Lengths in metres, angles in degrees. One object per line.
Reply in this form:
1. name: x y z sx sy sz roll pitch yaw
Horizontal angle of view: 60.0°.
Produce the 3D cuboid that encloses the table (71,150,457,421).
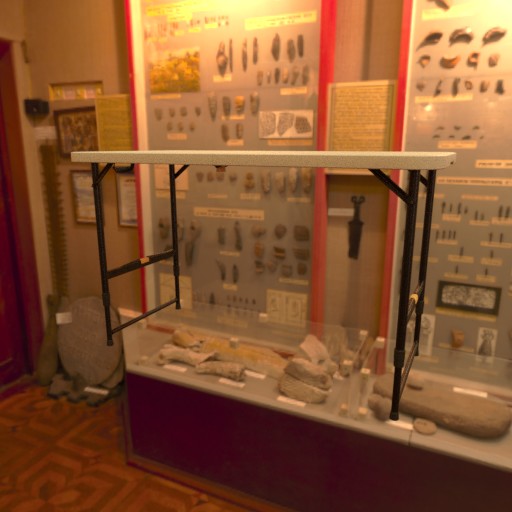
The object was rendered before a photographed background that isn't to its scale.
1. table: 0.000 0.000 1.612 1.245 0.737 0.611 7 16 26
